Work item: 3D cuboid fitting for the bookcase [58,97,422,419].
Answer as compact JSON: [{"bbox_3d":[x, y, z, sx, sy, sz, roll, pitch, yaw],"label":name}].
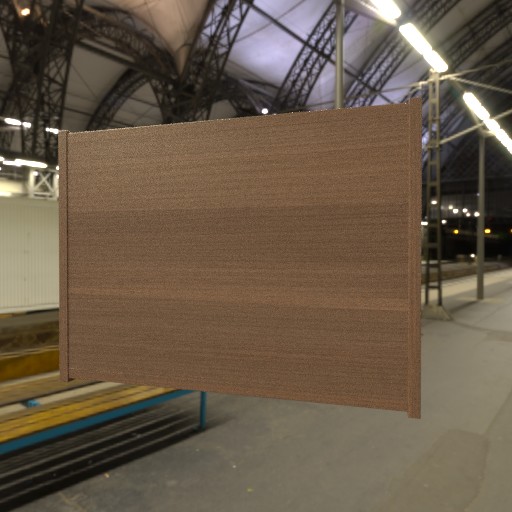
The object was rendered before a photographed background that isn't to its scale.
[{"bbox_3d":[0.000,0.000,0.619,0.415,0.305,0.290,0,1,17],"label":"bookcase"}]
